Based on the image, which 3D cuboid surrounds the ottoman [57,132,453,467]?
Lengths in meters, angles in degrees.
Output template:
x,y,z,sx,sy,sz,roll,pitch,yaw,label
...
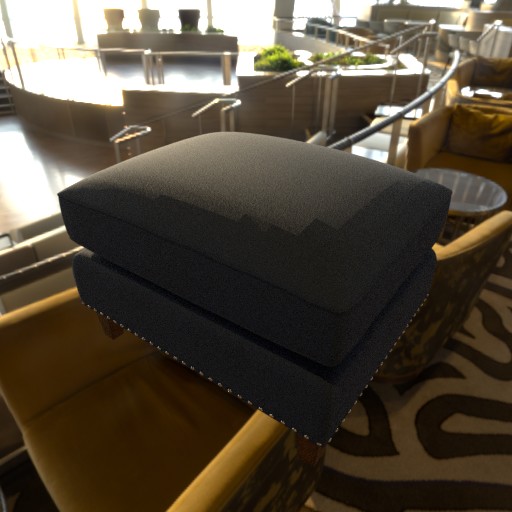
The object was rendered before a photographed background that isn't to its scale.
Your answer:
x,y,z,sx,sy,sz,roll,pitch,yaw,label
0.000,0.000,1.112,0.741,0.513,0.584,21,38,30,ottoman
